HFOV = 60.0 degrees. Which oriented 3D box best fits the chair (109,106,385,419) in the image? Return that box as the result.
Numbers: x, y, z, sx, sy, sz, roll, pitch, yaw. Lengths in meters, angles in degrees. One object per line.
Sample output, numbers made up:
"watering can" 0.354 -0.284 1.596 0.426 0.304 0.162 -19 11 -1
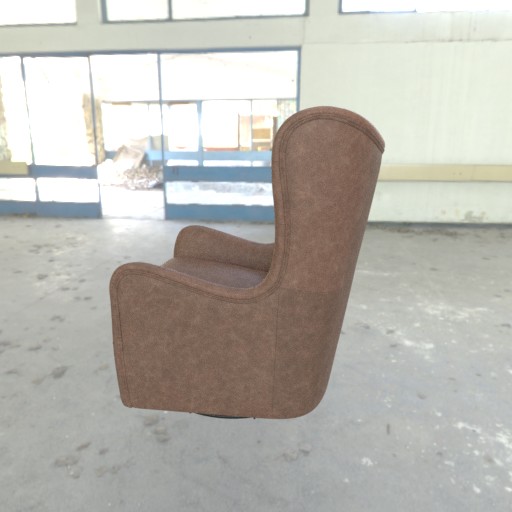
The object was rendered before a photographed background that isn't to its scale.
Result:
"chair" 0.000 0.000 1.778 0.930 1.079 0.831 2 14 8
